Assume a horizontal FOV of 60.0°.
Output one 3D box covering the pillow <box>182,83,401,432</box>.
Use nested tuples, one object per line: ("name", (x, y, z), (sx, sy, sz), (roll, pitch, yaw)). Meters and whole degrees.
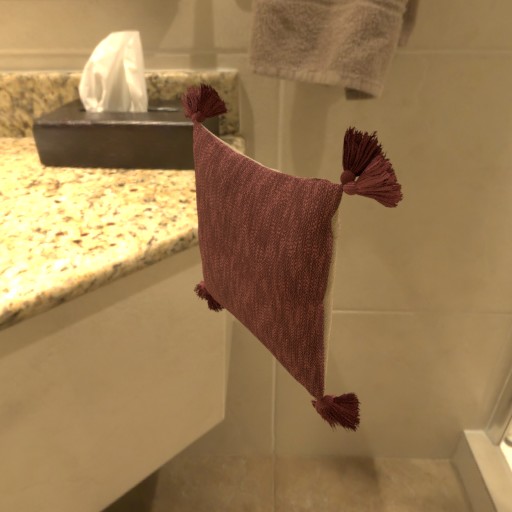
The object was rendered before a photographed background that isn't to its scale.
("pillow", (0.000, 0.000, 0.974), (0.138, 0.659, 0.641), (-21, 37, -30))
